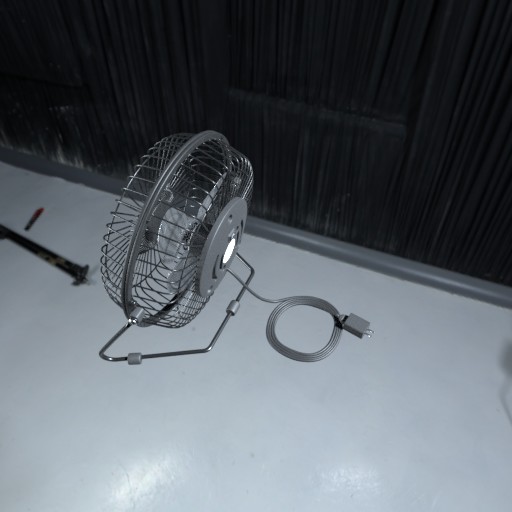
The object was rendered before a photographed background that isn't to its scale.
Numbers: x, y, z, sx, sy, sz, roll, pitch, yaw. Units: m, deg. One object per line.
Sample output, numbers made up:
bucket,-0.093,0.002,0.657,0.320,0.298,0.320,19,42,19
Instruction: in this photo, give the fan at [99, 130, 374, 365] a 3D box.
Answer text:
fan,0.000,0.000,0.382,0.227,0.188,0.209,17,49,16
